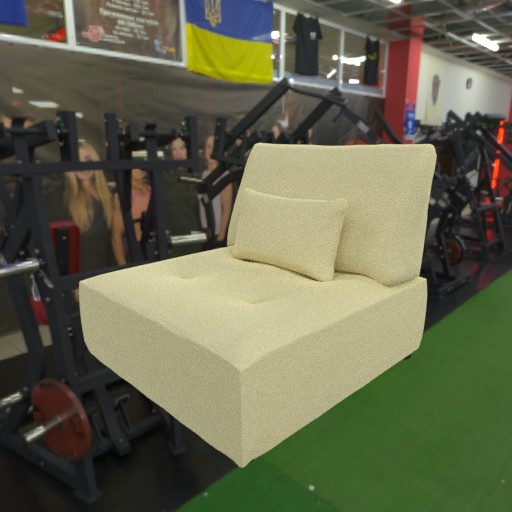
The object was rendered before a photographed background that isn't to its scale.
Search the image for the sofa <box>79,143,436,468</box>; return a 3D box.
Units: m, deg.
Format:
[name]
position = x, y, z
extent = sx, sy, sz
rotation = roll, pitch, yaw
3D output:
[sofa]
position = 0.000, 0.000, 1.676
extent = 1.000, 0.820, 0.930
rotation = -14, 20, -43
